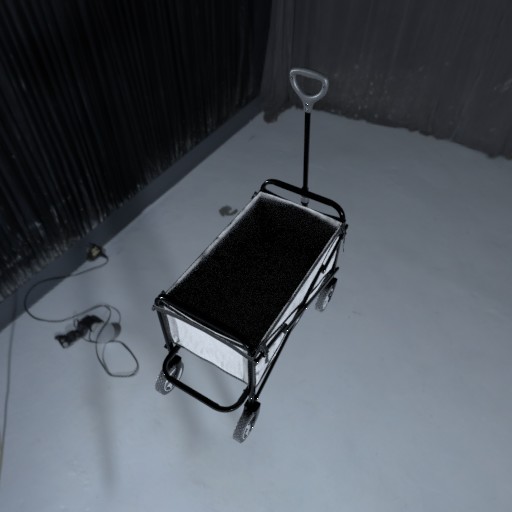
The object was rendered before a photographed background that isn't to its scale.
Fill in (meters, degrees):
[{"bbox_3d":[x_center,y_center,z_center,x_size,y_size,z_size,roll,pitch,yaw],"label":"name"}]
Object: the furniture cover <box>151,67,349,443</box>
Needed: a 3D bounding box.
[{"bbox_3d":[0.000,0.000,1.856,0.532,1.295,1.038,24,52,20],"label":"furniture cover"}]
